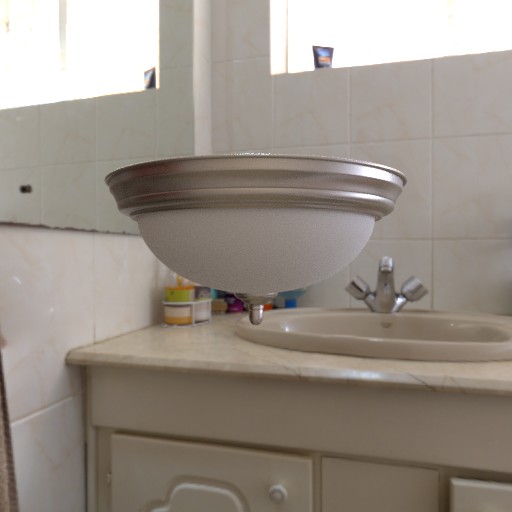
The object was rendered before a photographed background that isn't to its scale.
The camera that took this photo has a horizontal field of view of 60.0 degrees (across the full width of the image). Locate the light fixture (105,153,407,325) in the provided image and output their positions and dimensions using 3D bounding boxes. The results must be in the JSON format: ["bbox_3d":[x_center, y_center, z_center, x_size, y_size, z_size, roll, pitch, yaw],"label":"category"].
[{"bbox_3d":[0.000,0.000,0.432,0.280,0.135,0.280,0,0,0],"label":"light fixture"}]
